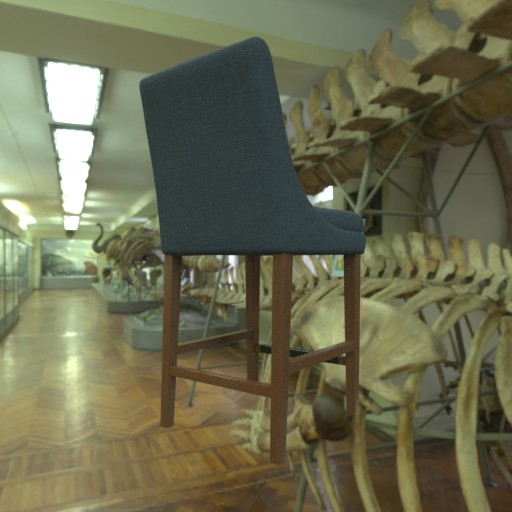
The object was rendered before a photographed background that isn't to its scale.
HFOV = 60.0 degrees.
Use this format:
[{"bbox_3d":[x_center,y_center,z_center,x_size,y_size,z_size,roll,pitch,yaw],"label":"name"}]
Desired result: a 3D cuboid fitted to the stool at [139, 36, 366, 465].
[{"bbox_3d":[0.000,0.000,1.306,0.470,0.981,0.577,-1,-1,37],"label":"stool"}]
